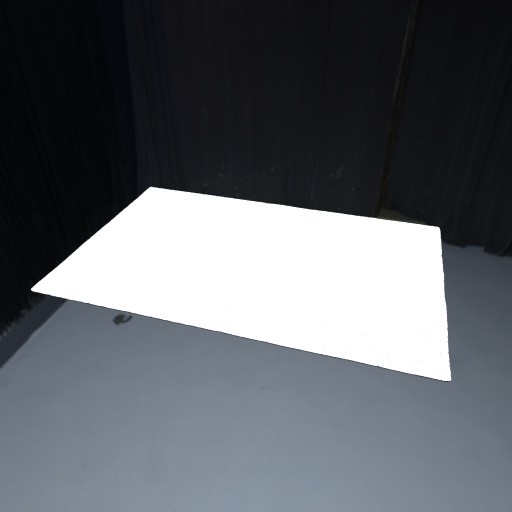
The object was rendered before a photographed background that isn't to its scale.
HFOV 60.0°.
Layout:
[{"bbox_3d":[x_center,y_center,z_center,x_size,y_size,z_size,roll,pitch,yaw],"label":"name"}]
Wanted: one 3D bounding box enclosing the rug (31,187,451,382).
[{"bbox_3d":[0.000,0.000,3.036,2.442,0.010,1.546,10,35,14],"label":"rug"}]
